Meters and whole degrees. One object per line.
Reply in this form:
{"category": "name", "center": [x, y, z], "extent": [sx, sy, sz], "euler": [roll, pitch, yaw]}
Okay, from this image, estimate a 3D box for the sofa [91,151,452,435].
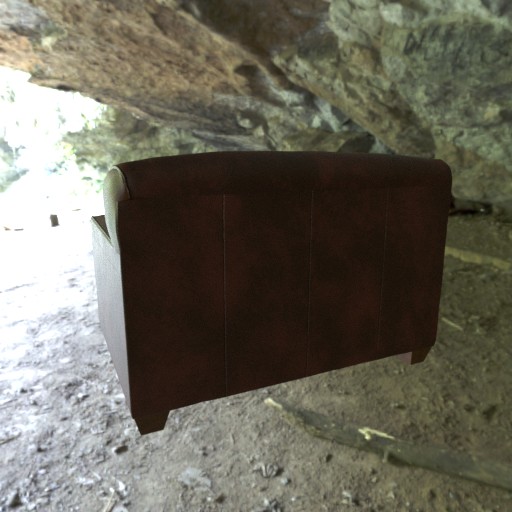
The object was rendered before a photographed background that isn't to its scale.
{"category": "sofa", "center": [0.000, 0.000, 2.078], "extent": [1.413, 0.956, 1.000], "euler": [-6, 14, -25]}
